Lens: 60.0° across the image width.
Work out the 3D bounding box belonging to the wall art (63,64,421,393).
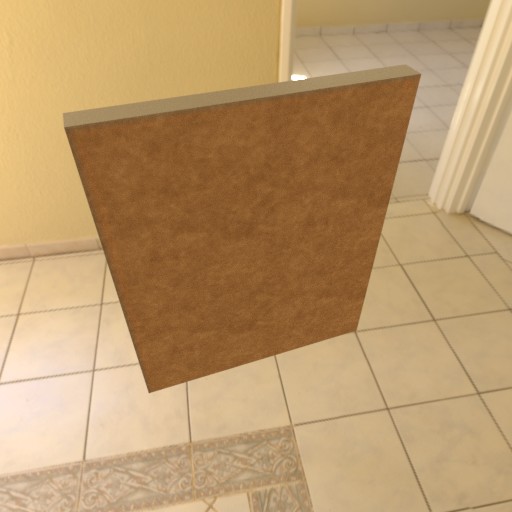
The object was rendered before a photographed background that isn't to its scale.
[{"bbox_3d":[0.000,0.000,0.735,0.453,0.554,0.037,-14,45,-14],"label":"wall art"}]
